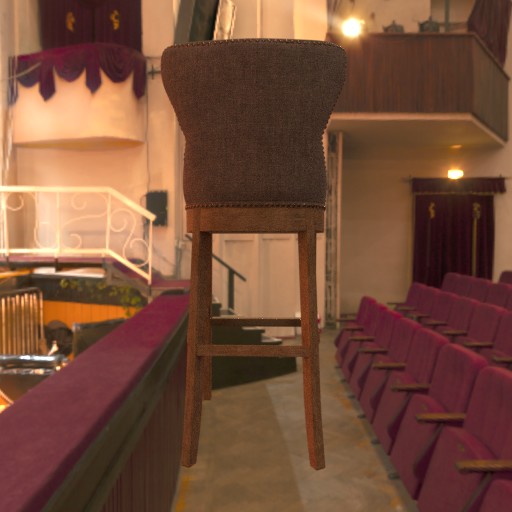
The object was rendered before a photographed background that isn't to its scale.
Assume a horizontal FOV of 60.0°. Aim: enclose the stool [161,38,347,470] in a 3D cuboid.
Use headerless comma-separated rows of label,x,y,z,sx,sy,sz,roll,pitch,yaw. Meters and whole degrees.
stool,0.000,0.000,1.390,0.494,1.123,0.606,0,2,2
